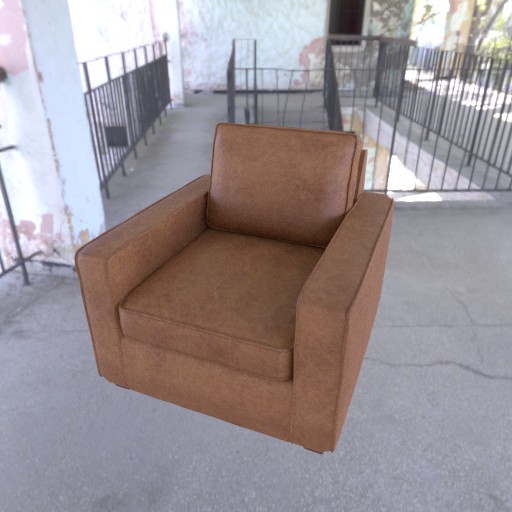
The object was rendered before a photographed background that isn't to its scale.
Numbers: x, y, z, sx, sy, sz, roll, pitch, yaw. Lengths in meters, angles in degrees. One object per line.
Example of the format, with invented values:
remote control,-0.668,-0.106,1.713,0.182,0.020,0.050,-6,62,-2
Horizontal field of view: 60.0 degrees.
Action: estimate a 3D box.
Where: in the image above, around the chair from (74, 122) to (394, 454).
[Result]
chair,0.000,0.000,1.780,0.987,0.901,1.027,9,29,17
